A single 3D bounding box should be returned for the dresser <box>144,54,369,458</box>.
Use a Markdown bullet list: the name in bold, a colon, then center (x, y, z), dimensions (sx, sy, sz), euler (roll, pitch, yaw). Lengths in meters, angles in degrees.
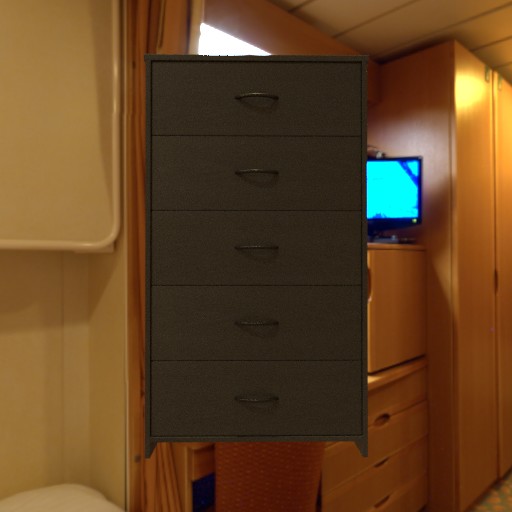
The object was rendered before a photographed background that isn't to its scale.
- **dresser**: center (0.000, 0.000, 1.555), dimensions (0.704, 1.255, 0.399), euler (0, -1, -1)
